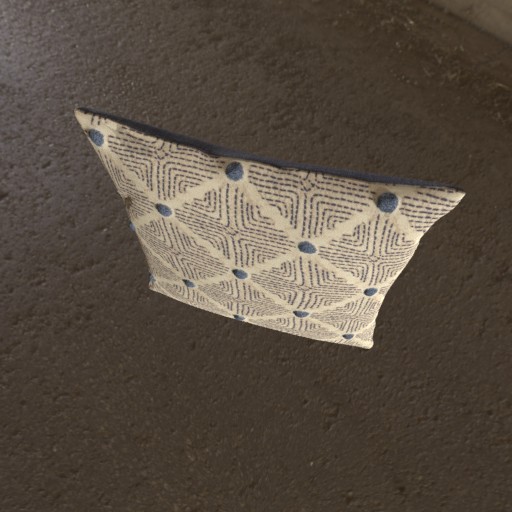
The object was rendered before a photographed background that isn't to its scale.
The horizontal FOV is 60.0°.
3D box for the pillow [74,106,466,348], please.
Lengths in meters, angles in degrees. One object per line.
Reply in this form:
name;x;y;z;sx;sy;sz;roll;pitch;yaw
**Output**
pillow;0.000;0.000;0.763;0.510;0.510;0.145;14;59;9
